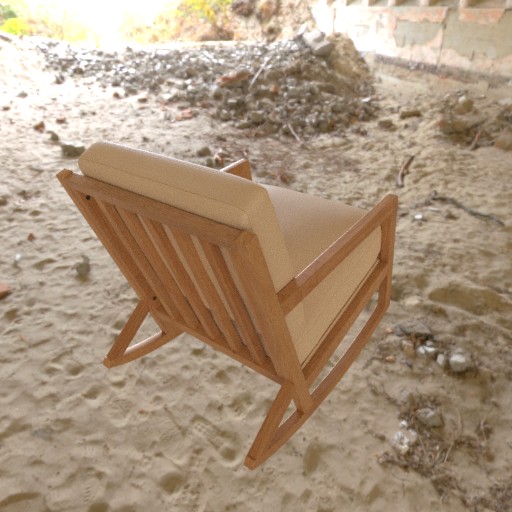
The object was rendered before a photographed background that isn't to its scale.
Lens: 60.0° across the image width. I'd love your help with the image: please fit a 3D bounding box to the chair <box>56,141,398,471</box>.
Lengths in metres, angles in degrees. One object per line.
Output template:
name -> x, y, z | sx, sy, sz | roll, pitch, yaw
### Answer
chair -> 0.000, 0.000, 1.408 | 0.622, 0.790, 0.857 | 21, 36, 32
